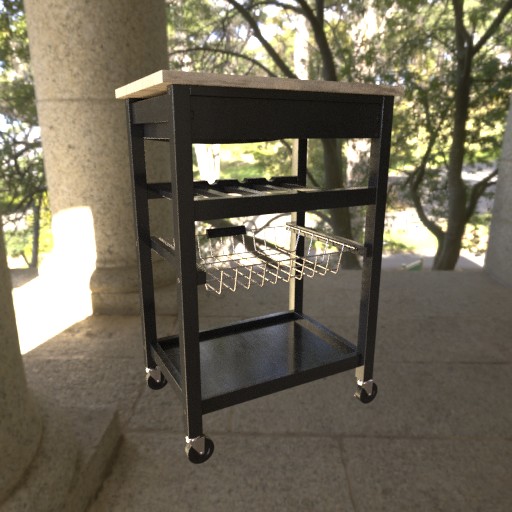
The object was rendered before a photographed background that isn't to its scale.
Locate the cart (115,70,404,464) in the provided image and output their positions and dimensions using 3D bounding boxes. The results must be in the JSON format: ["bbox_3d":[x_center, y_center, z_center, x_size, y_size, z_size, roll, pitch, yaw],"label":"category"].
[{"bbox_3d":[0.000,0.000,1.179,0.584,0.839,0.403,-8,17,-27],"label":"cart"}]
